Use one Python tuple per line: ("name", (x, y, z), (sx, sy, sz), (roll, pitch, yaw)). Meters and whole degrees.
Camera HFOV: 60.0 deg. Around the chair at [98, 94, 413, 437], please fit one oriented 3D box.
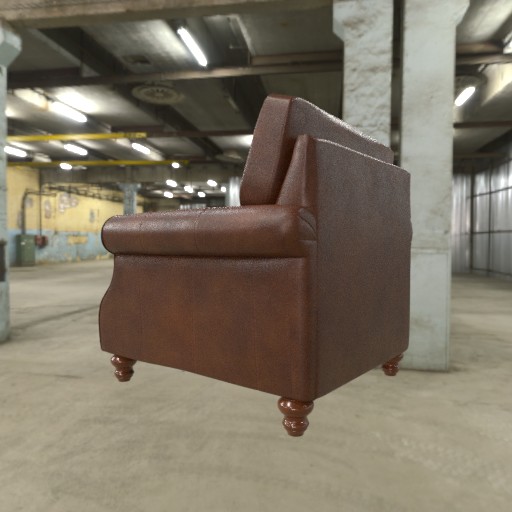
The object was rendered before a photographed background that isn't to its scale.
("chair", (0.000, 0.000, 1.774), (0.992, 0.972, 0.989), (1, 2, 38))
